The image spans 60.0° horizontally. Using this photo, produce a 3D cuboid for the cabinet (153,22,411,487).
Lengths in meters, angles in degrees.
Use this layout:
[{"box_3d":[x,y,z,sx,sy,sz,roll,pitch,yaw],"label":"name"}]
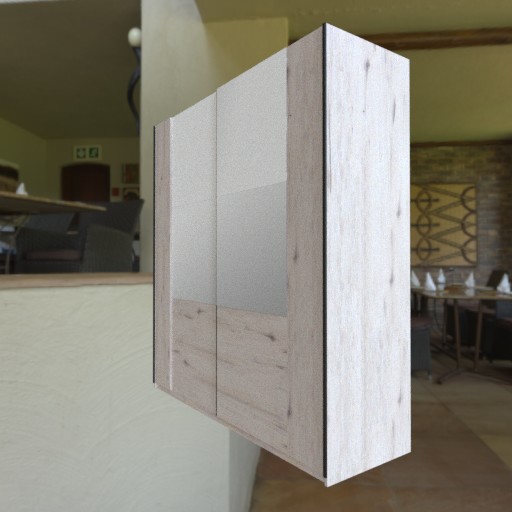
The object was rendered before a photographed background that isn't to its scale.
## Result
[{"box_3d":[0.000,0.000,3.076,0.660,2.180,2.000,0,-1,-36],"label":"cabinet"}]
